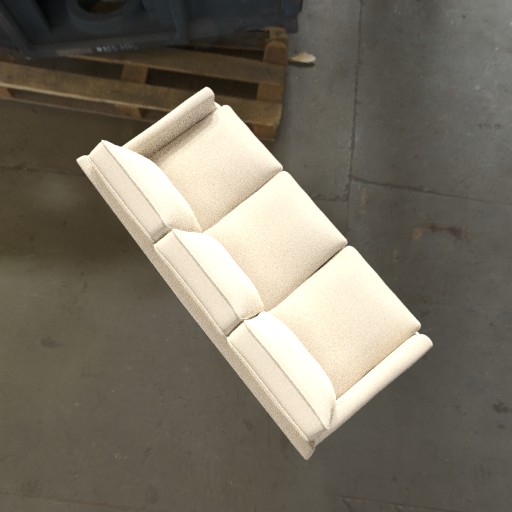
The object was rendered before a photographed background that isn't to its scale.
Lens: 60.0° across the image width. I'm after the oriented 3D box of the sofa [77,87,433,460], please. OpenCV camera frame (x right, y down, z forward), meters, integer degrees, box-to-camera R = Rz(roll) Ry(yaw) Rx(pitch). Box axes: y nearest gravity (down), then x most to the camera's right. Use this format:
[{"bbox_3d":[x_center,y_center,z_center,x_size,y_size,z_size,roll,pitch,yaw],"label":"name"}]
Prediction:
[{"bbox_3d":[0.000,0.000,2.896,1.084,1.003,2.246,-38,80,-8],"label":"sofa"}]
